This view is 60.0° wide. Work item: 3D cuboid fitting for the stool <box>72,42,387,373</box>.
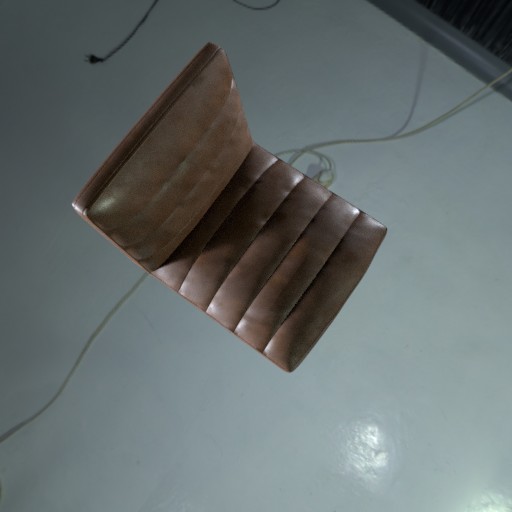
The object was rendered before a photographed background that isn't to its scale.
[{"bbox_3d":[0.000,0.000,1.336,0.562,1.065,0.463,35,80,7],"label":"stool"}]
